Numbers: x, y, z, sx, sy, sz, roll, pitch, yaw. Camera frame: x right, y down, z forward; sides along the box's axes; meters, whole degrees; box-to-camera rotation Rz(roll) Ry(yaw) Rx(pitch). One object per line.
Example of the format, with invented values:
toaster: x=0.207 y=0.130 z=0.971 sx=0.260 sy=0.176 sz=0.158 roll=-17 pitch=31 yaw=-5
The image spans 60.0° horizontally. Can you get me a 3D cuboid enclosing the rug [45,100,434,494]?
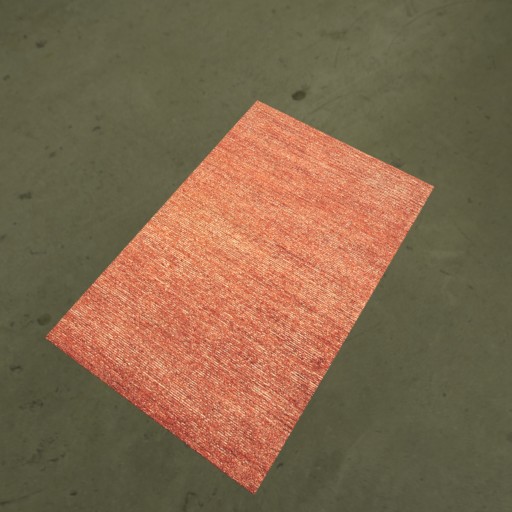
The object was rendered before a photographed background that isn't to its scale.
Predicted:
rug: x=0.000 y=0.000 z=2.192 sx=1.139 sy=0.011 sz=1.747 roll=31 pitch=67 yaw=14
